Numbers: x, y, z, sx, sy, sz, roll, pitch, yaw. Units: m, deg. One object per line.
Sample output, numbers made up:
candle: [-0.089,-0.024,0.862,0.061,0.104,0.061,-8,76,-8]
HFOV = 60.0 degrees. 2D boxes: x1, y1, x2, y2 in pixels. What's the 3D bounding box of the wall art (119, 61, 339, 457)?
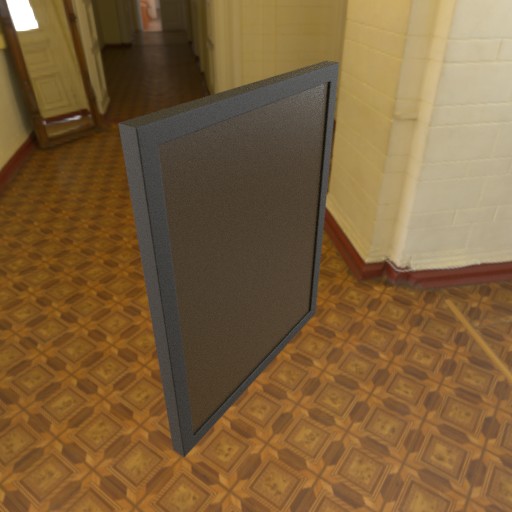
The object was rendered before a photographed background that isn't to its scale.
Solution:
wall art: [0.000,0.000,0.758,0.028,0.558,0.457,21,38,29]
